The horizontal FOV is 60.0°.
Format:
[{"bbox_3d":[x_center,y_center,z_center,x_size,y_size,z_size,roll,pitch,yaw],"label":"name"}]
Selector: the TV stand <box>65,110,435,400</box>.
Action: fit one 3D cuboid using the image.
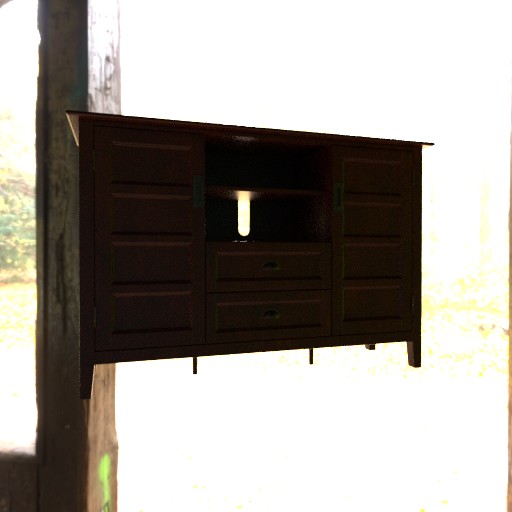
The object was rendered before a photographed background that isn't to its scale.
[{"bbox_3d":[0.000,0.000,1.789,1.372,0.915,0.445,0,1,-18],"label":"TV stand"}]
